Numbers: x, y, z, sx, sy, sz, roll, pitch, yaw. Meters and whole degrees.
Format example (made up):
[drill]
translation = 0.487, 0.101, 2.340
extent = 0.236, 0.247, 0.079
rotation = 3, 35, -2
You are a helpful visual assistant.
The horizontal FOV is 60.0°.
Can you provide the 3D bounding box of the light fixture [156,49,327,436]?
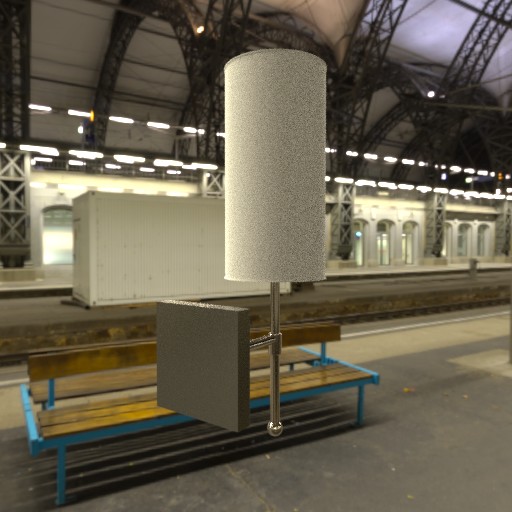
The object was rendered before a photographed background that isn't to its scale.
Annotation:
[light fixture]
translation = 0.000, 0.000, 0.530
extent = 0.128, 0.462, 0.208
rotation = 1, 2, 37
